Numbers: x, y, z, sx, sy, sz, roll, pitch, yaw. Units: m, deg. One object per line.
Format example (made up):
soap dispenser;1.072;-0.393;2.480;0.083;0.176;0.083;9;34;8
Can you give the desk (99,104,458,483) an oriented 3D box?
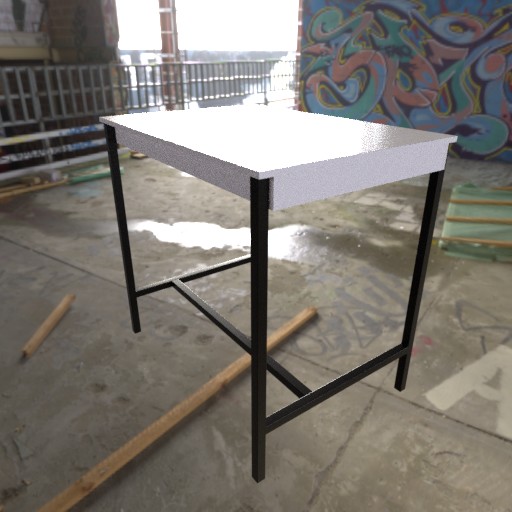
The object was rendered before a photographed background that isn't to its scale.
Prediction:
desk;0.000;0.000;1.340;0.573;0.766;0.811;-17;30;-32
